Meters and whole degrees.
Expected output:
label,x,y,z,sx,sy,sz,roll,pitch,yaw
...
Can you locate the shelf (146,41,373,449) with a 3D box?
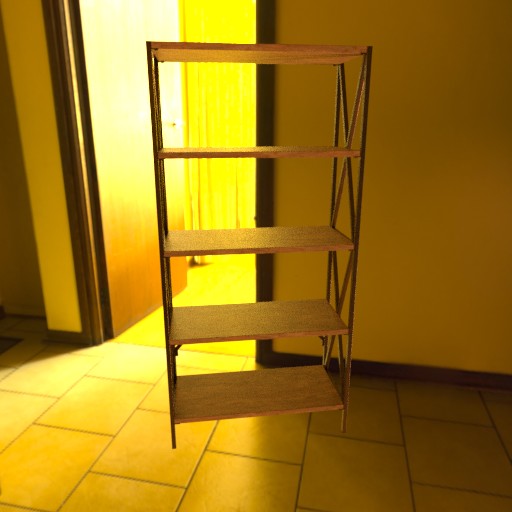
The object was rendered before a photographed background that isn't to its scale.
label,x,y,z,sx,sy,sz,roll,pitch,yaw
shelf,0.000,0.000,2.130,0.874,1.803,0.386,-2,17,-8
